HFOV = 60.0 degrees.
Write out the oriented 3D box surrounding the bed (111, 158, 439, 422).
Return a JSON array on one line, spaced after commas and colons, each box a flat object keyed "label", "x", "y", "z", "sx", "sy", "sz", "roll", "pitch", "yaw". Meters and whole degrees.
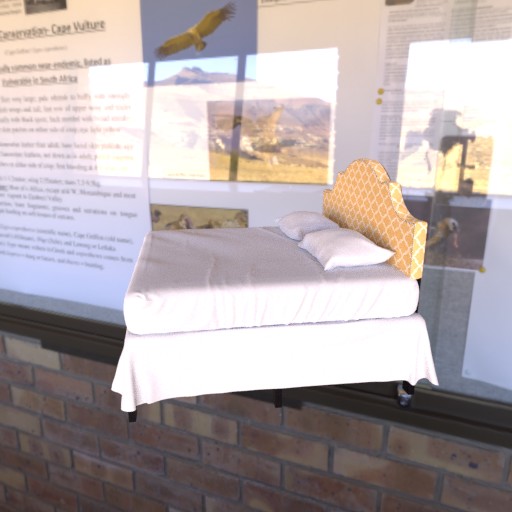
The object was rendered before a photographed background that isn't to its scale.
[{"label": "bed", "x": 0.000, "y": 0.000, "z": 3.762, "sx": 2.222, "sy": 1.601, "sz": 2.314, "roll": -2, "pitch": 15, "yaw": -9}]
